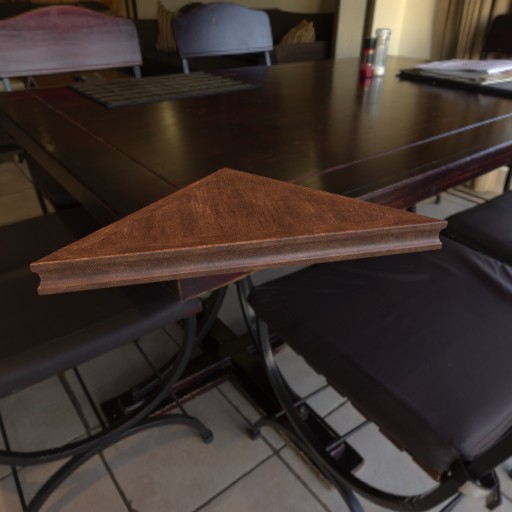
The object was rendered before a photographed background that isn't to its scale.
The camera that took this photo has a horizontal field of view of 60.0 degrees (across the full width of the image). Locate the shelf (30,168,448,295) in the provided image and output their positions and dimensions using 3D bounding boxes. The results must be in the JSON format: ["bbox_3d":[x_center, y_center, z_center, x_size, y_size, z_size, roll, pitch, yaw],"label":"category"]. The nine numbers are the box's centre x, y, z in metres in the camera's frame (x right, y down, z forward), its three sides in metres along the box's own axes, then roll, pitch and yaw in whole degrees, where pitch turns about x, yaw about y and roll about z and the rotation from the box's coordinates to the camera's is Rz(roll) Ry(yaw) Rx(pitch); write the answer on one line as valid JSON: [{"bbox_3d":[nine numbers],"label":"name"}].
[{"bbox_3d":[0.000,0.000,0.446,0.296,0.035,0.296,19,36,28],"label":"shelf"}]
